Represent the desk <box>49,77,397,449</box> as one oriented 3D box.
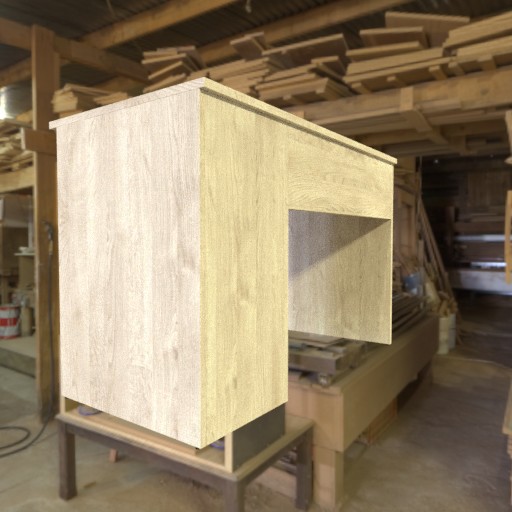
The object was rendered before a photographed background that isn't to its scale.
[{"bbox_3d":[0.000,0.000,1.469,0.560,0.735,1.097,2,3,36],"label":"desk"}]
